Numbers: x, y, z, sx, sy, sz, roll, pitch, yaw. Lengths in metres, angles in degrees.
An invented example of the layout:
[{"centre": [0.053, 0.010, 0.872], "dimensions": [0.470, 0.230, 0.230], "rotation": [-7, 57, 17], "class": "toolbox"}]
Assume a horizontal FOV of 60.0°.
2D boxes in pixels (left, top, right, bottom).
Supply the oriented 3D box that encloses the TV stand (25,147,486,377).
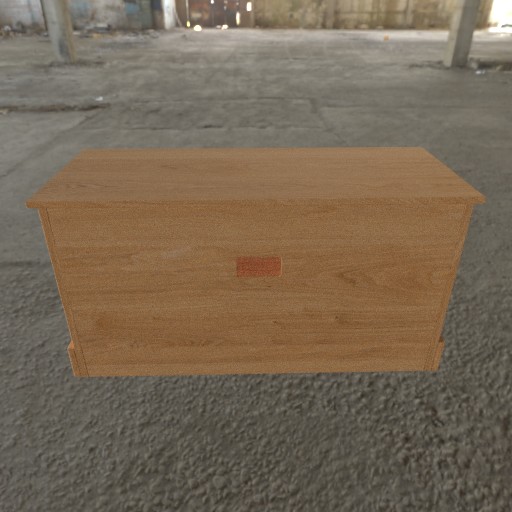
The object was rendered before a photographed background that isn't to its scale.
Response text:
[{"centre": [0.000, 0.000, 1.362], "dimensions": [1.080, 0.550, 0.440], "rotation": [-1, 29, -1], "class": "TV stand"}]
